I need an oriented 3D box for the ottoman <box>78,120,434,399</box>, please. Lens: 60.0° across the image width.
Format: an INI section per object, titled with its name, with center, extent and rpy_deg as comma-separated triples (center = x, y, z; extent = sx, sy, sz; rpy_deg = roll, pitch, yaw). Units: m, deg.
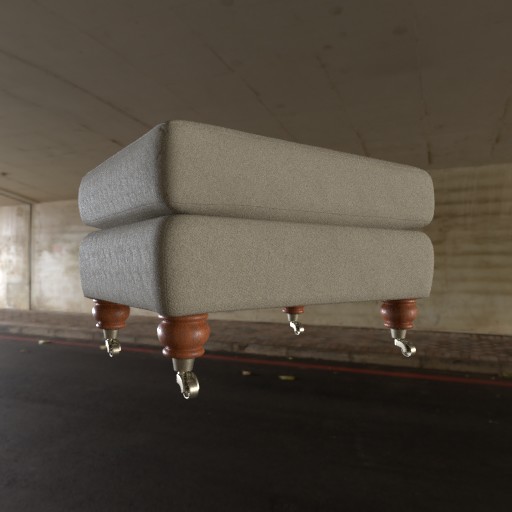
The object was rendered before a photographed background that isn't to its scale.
[ottoman]
center = 0.000, 0.000, 1.146
extent = 0.773, 0.504, 0.569
rpy_deg = 1, -1, -35
